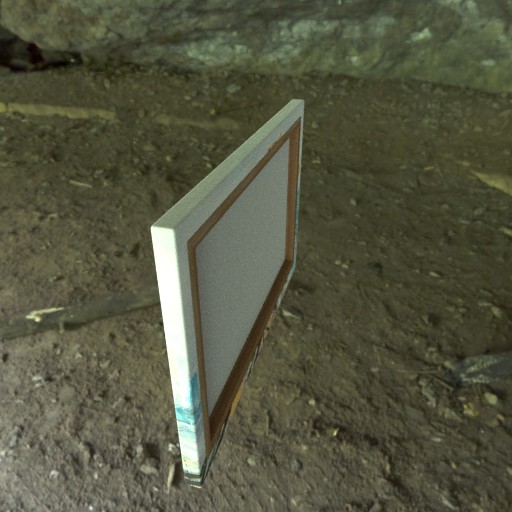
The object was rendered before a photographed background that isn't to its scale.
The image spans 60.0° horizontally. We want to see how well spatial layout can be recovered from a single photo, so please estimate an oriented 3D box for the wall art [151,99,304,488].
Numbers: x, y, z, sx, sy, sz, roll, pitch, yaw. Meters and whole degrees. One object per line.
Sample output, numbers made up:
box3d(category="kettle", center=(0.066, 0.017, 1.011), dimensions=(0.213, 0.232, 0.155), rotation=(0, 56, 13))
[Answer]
box3d(category="wall art", center=(0.000, 0.000, 1.151), dimensions=(0.038, 0.609, 0.913), rotation=(9, 32, 14))
